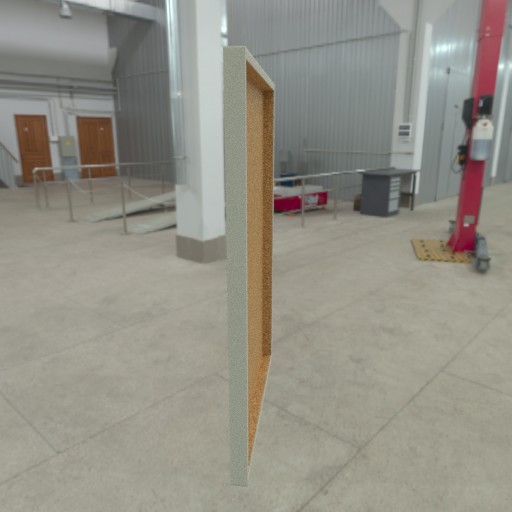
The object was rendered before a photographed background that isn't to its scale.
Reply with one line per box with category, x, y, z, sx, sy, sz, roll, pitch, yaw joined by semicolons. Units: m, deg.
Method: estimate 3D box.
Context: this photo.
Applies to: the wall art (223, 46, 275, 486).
wall art;0.000;0.000;1.176;0.038;0.914;0.610;2;15;7
